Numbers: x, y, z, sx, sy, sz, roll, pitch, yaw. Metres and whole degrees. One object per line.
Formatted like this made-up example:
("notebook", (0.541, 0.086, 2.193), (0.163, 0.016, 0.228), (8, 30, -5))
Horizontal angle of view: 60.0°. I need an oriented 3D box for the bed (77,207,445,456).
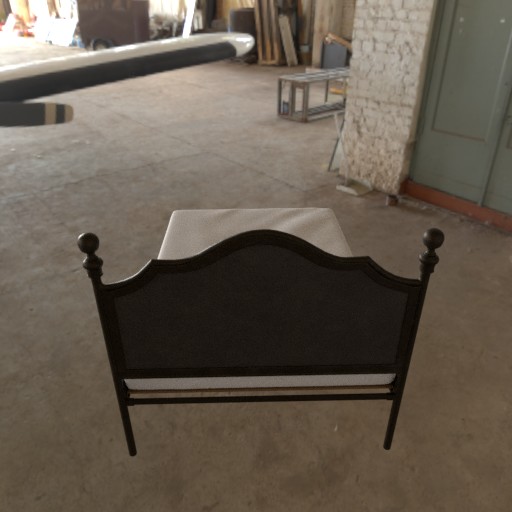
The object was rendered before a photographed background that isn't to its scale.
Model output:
("bed", (0.000, 0.000, 3.259), (1.642, 1.499, 2.224), (-1, 30, -1))
